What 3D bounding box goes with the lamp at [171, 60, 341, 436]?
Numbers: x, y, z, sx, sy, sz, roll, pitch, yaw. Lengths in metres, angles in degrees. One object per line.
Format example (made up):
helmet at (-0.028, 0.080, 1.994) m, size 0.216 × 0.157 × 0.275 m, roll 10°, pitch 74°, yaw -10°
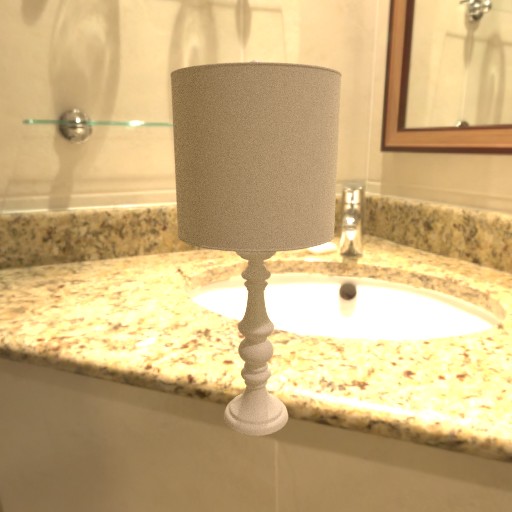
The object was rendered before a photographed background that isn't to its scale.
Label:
lamp at (0.000, 0.000, 0.729) m, size 0.250 × 0.597 × 0.250 m, roll 7°, pitch 16°, yaw 26°
